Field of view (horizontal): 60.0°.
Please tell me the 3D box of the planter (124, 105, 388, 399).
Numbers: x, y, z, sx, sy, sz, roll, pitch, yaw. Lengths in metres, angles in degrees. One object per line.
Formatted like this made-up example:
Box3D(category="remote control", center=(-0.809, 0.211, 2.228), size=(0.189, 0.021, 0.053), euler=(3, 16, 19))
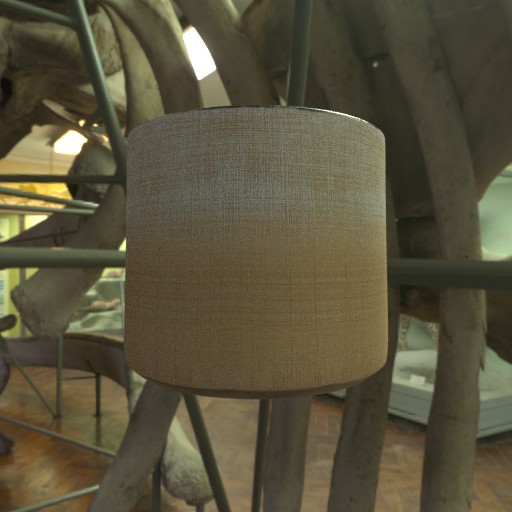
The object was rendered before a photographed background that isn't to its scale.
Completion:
Box3D(category="planter", center=(0.000, 0.000, 0.445), size=(0.254, 0.221, 0.254), euler=(0, 0, 0))
